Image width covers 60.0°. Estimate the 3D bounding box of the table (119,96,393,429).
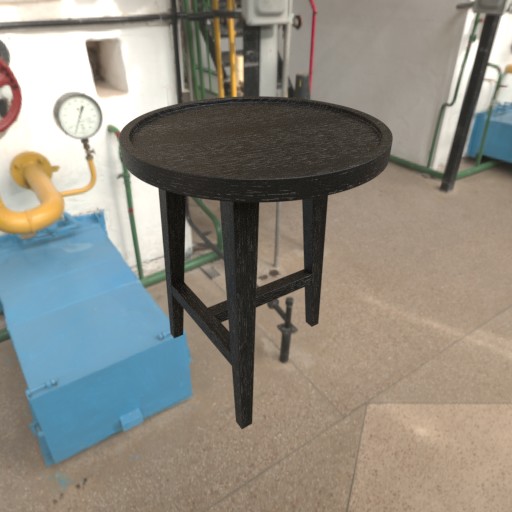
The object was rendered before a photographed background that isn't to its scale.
[{"bbox_3d":[0.000,0.000,0.791,0.399,0.460,0.399,0,33,0],"label":"table"}]
